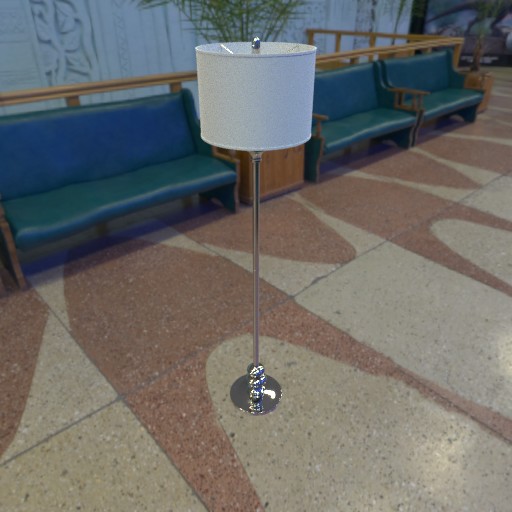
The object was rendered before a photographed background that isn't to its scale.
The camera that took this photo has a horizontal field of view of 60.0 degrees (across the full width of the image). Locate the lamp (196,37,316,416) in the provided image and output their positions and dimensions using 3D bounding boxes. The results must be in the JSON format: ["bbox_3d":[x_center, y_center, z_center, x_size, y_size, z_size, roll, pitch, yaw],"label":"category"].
[{"bbox_3d":[0.000,0.000,1.677,0.356,1.487,0.356,-23,37,-34],"label":"lamp"}]
